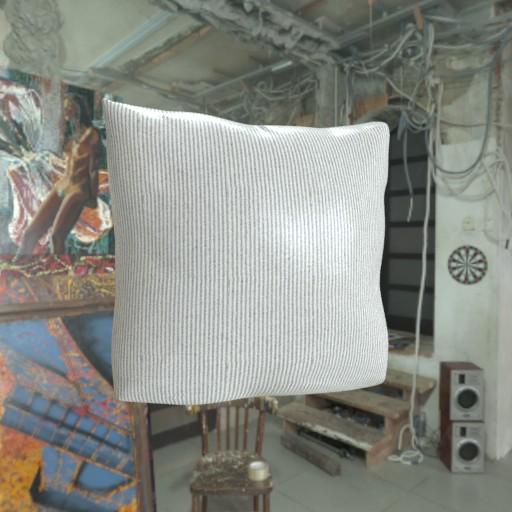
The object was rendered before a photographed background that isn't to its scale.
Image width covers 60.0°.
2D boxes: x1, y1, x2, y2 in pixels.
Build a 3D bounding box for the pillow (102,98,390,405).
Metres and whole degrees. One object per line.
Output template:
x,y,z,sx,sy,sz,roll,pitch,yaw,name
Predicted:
0.000,0.000,0.680,0.387,0.432,0.310,0,1,18,pillow
